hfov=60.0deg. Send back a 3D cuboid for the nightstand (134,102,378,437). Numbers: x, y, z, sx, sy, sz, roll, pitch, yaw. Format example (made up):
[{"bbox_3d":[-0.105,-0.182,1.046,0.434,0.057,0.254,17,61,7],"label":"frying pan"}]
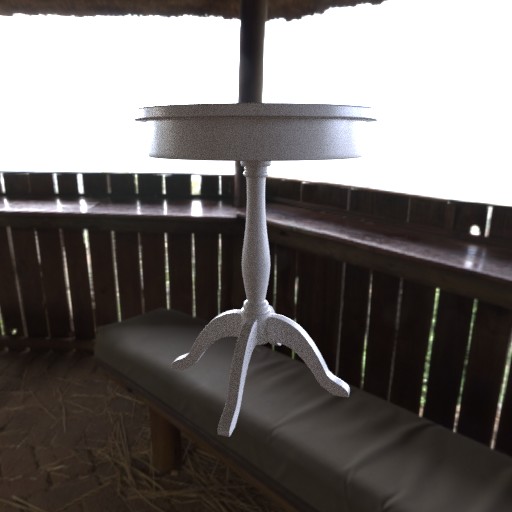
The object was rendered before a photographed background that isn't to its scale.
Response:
[{"bbox_3d":[0.000,0.000,1.047,0.513,0.653,0.513,7,17,25],"label":"nightstand"}]
